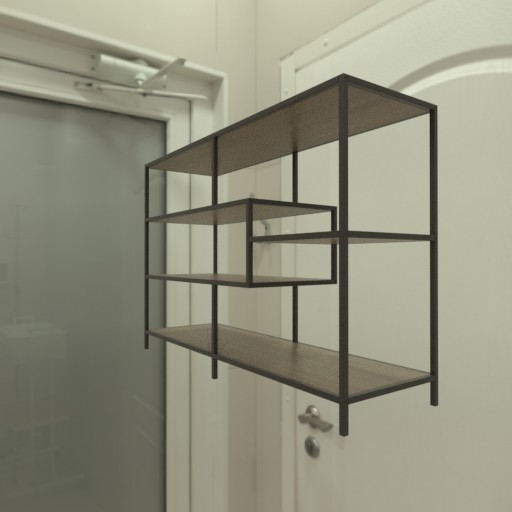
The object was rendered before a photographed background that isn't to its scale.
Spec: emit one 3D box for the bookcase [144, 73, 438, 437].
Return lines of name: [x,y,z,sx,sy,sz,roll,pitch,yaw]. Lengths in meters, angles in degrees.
bookcase: [0.000,0.000,1.513,0.350,0.780,1.140,0,0,-35]
